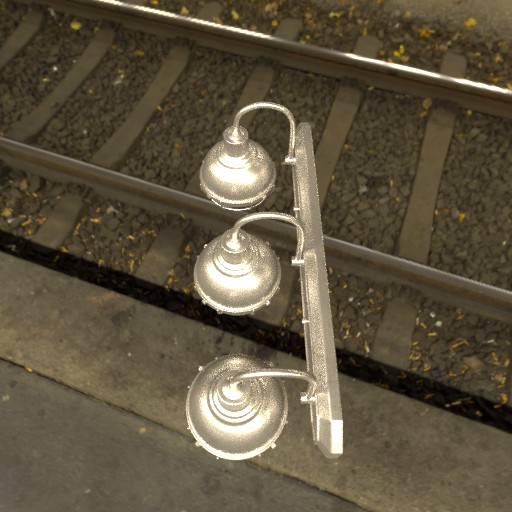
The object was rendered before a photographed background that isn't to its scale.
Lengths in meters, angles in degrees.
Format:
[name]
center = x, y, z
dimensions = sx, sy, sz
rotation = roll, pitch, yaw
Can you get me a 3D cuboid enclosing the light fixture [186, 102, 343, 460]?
[light fixture]
center = 0.000, 0.000, 0.766
dimensions = 0.229, 0.254, 0.634
rotation = -1, 60, 0
